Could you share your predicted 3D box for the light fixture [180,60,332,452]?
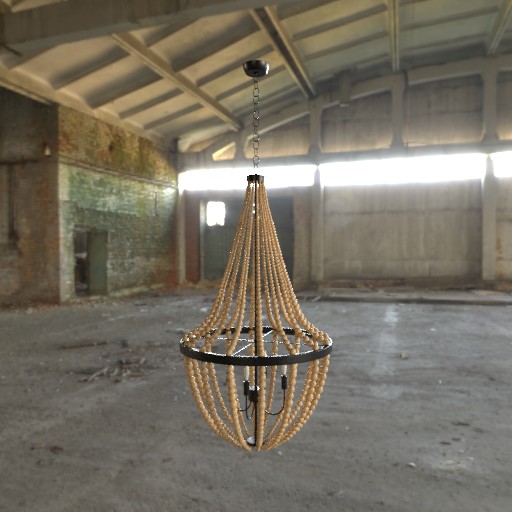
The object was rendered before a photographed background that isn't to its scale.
[{"bbox_3d":[0.000,0.000,1.324,0.450,1.133,0.450,0,1,0],"label":"light fixture"}]
